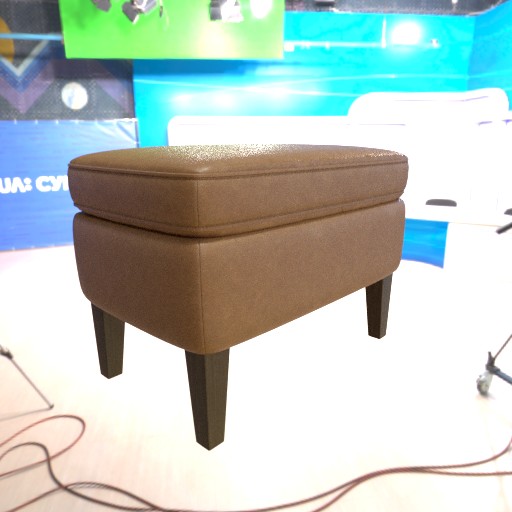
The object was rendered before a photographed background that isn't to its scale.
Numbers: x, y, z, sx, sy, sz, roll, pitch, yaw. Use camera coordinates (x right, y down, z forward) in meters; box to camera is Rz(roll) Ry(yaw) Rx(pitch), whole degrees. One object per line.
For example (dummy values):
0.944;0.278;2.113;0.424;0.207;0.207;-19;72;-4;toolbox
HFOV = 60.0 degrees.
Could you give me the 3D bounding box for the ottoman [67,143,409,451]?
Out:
0.000;0.000;0.978;0.420;0.480;0.670;14;20;41;ottoman
